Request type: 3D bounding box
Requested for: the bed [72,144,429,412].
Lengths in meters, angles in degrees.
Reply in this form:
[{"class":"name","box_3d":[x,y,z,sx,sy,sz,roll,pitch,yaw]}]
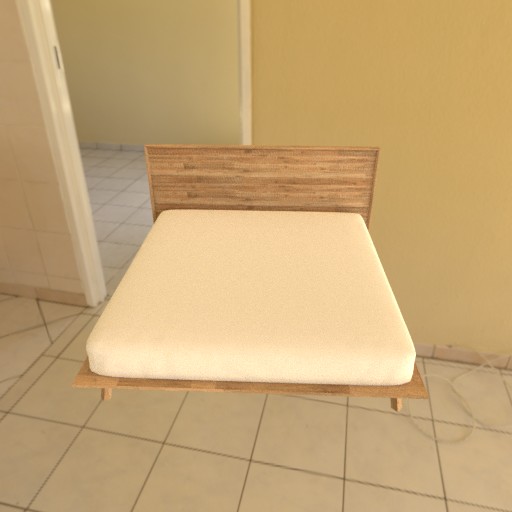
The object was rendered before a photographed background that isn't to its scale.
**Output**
[{"class":"bed","box_3d":[0.000,0.000,3.350,2.116,1.100,2.167,1,29,2]}]
